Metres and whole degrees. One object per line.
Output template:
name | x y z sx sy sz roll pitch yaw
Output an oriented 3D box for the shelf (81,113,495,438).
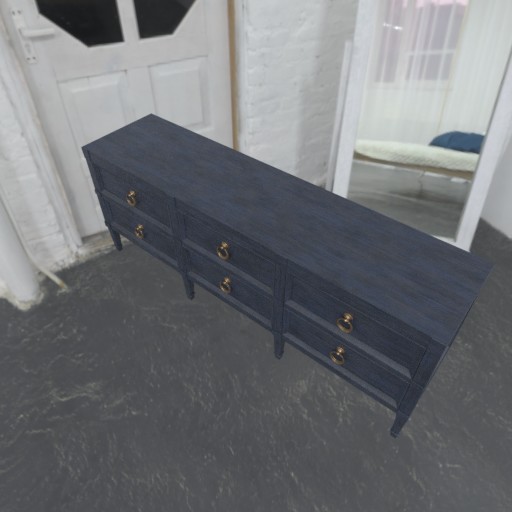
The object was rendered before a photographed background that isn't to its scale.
shelf | 0.000 0.000 2.169 1.878 0.715 0.471 29 51 27
